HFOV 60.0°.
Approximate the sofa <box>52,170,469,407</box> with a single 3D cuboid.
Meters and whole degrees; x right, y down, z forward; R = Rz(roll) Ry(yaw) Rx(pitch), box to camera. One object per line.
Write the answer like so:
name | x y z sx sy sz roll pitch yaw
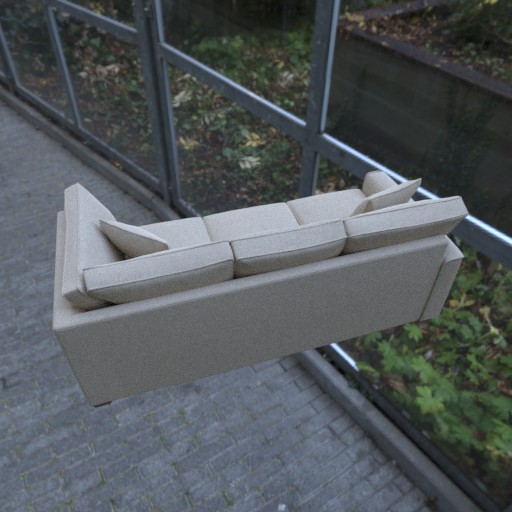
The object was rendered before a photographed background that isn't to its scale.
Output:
sofa | 0.000 0.000 2.866 2.317 0.962 1.061 -12 43 -13
